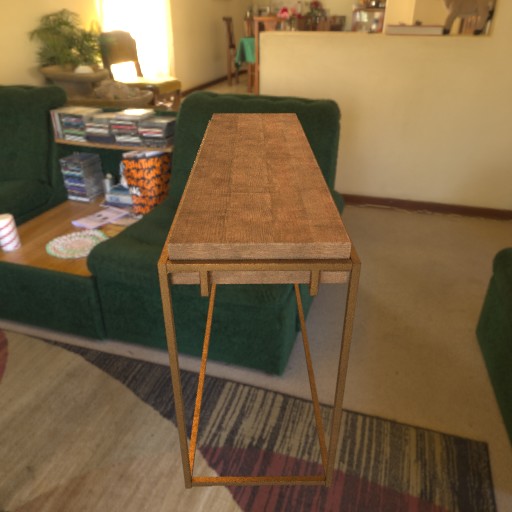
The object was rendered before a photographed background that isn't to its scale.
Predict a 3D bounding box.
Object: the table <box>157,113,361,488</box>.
[{"bbox_3d":[0.000,0.000,1.747,0.440,0.820,1.400,0,29,-1],"label":"table"}]
